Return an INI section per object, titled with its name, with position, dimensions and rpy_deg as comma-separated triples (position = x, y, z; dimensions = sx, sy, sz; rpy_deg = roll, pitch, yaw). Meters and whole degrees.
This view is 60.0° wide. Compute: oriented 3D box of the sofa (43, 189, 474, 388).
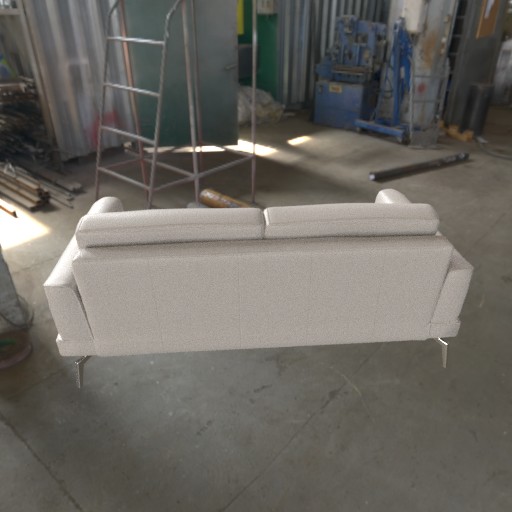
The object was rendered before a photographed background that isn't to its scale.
[sofa]
position = 0.000, 0.000, 2.681
dimensions = 2.177, 0.930, 1.121
rpy_deg = -2, 30, -4
